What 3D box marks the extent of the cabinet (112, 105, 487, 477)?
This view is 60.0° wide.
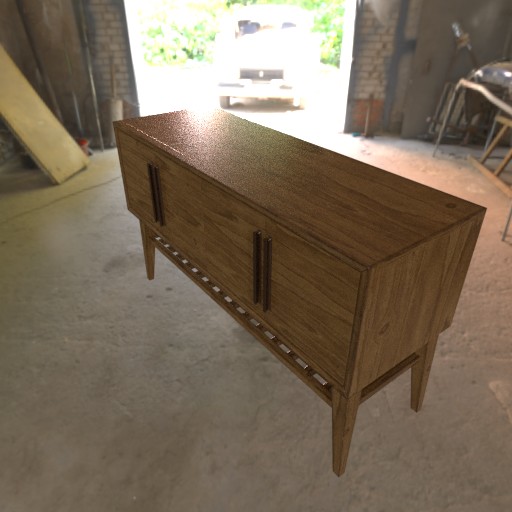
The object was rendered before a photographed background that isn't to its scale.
[{"bbox_3d":[0.000,0.000,1.705,0.477,0.802,1.363,-22,39,-31],"label":"cabinet"}]
